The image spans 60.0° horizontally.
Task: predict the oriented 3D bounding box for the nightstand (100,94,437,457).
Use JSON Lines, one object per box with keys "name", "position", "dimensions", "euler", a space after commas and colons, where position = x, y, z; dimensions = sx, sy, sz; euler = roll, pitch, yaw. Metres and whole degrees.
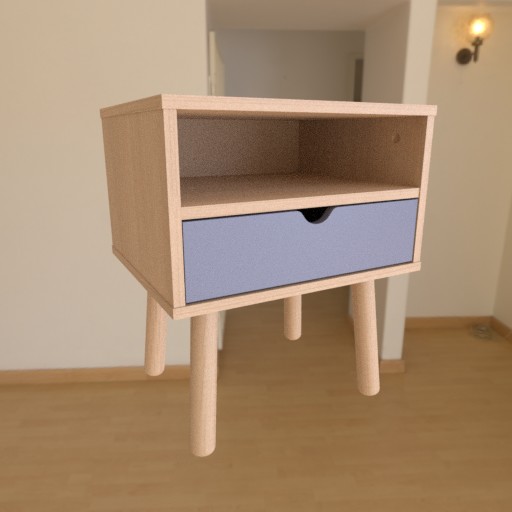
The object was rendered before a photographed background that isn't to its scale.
{"name": "nightstand", "position": [0.000, 0.000, 0.833], "dimensions": [0.450, 0.530, 0.380], "euler": [-8, 18, -28]}
